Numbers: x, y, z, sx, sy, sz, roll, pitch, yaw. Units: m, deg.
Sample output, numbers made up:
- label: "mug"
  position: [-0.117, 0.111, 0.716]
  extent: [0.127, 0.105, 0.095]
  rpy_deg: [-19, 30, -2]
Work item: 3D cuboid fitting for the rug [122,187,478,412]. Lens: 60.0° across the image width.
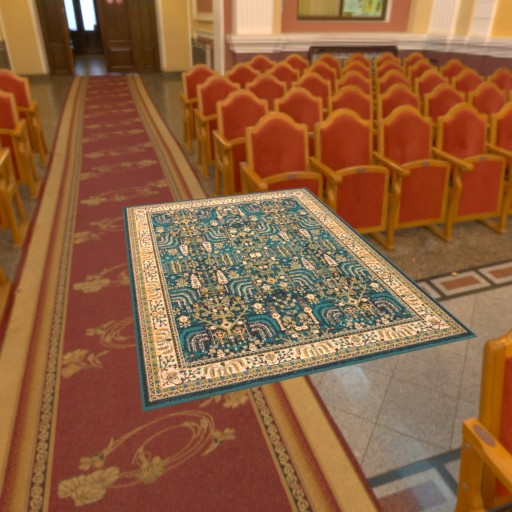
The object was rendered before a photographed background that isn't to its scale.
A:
- label: "rug"
  position: [0.000, 0.000, 4.001]
  extent: [2.226, 0.015, 3.044]
  rpy_deg: [-8, 30, -15]
